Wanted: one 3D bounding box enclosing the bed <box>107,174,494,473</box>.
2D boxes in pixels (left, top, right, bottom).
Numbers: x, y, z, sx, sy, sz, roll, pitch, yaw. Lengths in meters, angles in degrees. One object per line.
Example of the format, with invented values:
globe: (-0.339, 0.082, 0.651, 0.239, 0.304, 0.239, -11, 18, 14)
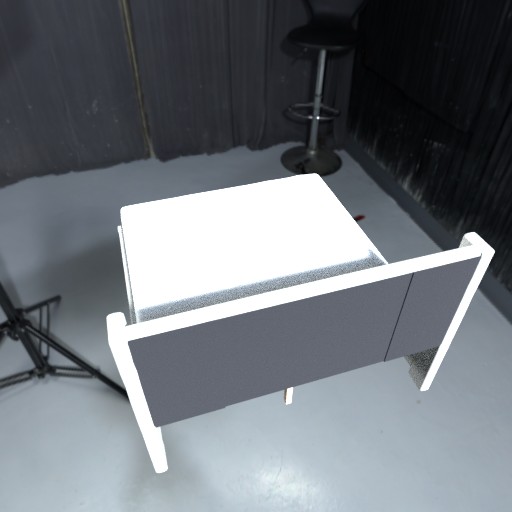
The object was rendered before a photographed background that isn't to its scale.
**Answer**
bed: (0.000, 0.000, 3.564, 2.140, 1.470, 2.280, -12, 44, -13)
